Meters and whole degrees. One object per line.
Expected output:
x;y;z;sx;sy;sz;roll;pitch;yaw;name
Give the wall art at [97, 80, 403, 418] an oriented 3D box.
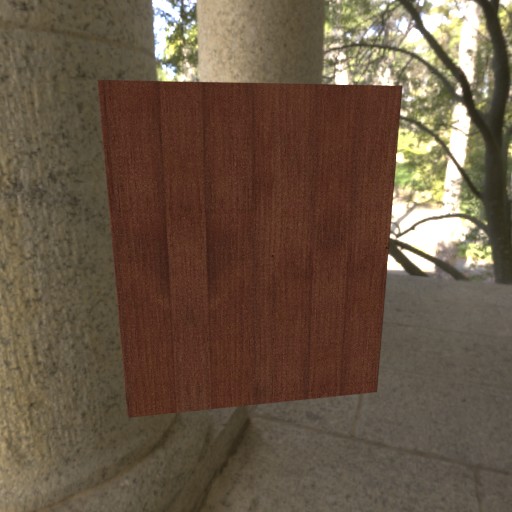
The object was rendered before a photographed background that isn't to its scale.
0.000;0.000;0.620;0.377;0.449;0.039;-3;16;-9;wall art
